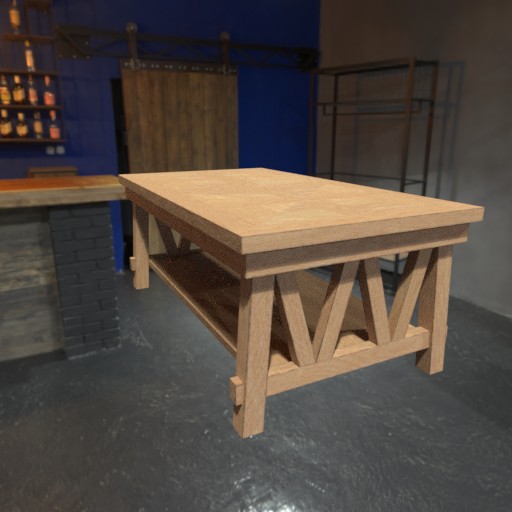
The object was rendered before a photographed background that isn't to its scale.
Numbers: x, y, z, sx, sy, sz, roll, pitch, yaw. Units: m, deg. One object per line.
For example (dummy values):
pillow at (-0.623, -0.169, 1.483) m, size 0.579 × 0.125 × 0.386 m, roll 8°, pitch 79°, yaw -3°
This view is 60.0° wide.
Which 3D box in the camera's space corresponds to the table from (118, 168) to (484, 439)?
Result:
table at (0.000, 0.000, 1.633) m, size 0.711 × 0.507 × 1.270 m, roll -8°, pitch 18°, yaw -26°
